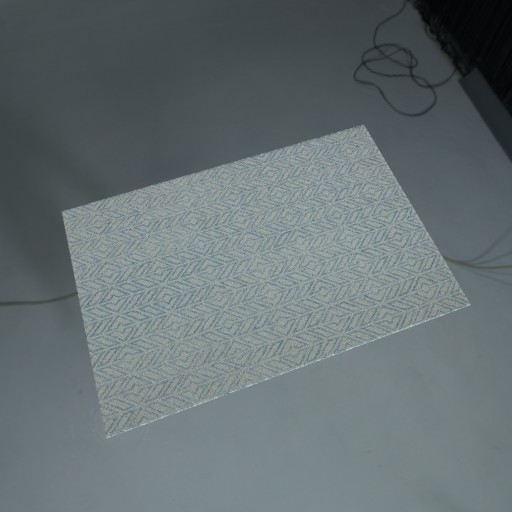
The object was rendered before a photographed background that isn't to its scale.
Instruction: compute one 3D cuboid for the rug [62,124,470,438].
[{"bbox_3d":[0.000,0.000,2.315,1.824,0.008,1.220,-18,66,-8],"label":"rug"}]
